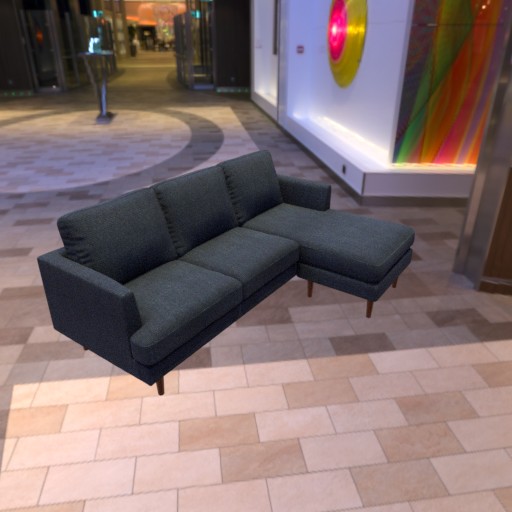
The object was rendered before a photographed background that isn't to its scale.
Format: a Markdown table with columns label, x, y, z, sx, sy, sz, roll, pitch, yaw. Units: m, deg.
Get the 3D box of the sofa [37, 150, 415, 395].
| label | x | y | z | sx | sy | sz | roll | pitch | yaw |
| --- | --- | --- | --- | --- | --- | --- | --- | --- | --- |
| sofa | 0.000 | 0.000 | 3.025 | 1.504 | 0.956 | 2.233 | 18 | 31 | 31 |
